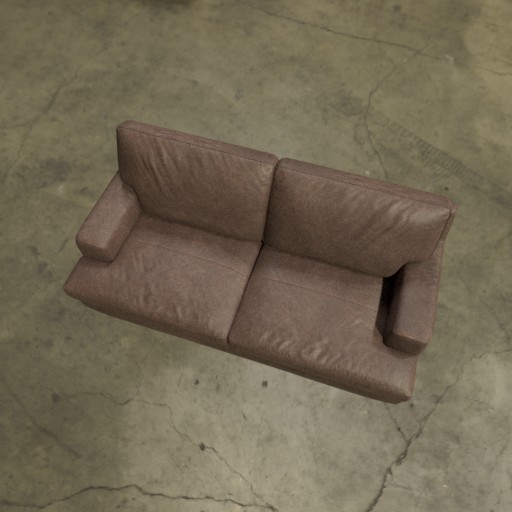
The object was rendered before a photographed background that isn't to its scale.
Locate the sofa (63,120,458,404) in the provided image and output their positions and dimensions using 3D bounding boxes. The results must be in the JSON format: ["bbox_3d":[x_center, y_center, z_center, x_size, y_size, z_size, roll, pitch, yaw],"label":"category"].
[{"bbox_3d":[0.000,0.000,2.793,2.261,0.941,1.143,16,62,9],"label":"sofa"}]
